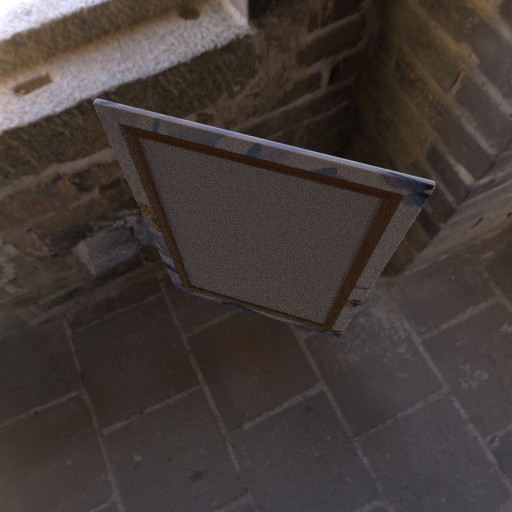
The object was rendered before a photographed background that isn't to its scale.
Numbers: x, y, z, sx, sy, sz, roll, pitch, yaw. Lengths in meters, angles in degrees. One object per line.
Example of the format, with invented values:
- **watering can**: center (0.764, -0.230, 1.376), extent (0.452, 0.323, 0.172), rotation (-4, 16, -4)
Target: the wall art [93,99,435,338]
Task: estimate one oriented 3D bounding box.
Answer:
- **wall art**: center (0.000, 0.000, 1.168), extent (0.610, 0.914, 0.016), rotation (16, 65, 7)
